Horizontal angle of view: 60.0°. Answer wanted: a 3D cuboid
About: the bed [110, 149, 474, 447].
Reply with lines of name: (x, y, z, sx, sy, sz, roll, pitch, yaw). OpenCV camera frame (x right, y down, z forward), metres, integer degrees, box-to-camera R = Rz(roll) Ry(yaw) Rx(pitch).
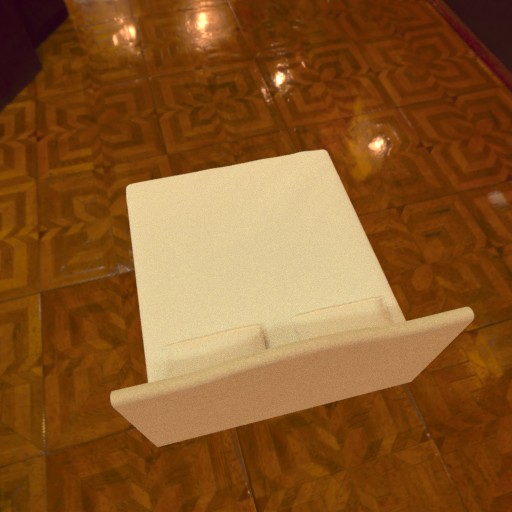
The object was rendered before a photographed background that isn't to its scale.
bed: (0.000, 0.000, 3.492, 2.083, 1.421, 2.182, -12, 58, -7)
